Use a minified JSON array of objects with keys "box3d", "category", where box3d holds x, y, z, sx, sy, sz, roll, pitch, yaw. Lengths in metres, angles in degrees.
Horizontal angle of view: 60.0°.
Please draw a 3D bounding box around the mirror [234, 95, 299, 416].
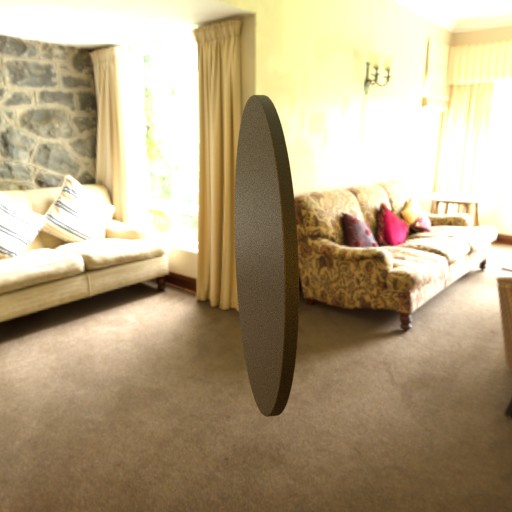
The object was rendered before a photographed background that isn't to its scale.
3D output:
[{"box3d":[0.000,0.000,1.577,0.036,1.077,1.077,-2,15,-9],"category":"mirror"}]
